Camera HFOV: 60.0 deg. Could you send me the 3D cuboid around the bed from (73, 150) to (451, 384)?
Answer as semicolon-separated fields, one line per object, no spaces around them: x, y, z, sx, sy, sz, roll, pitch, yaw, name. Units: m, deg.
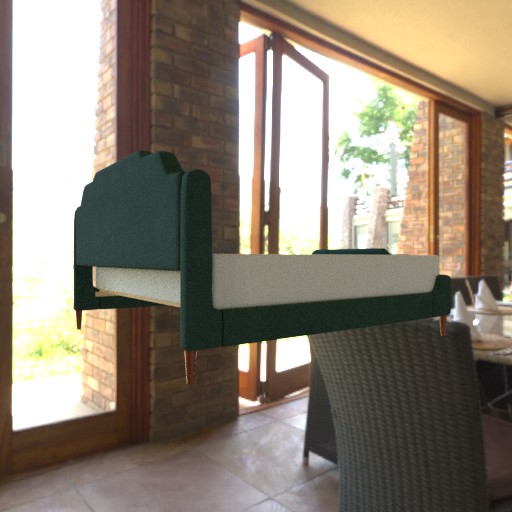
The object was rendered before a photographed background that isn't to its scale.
0.000;0.000;3.622;2.340;1.245;2.074;0;0;-36;bed
